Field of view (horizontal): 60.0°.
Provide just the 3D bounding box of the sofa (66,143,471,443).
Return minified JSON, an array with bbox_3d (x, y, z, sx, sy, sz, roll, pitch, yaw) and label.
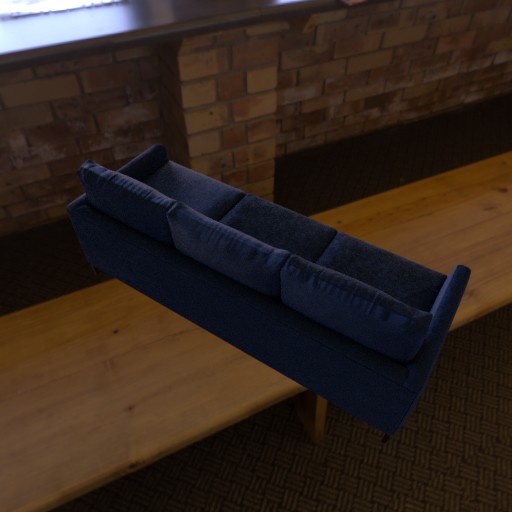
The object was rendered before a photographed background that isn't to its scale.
[{"bbox_3d":[0.000,0.000,2.668,2.252,0.879,0.875,25,52,22],"label":"sofa"}]
